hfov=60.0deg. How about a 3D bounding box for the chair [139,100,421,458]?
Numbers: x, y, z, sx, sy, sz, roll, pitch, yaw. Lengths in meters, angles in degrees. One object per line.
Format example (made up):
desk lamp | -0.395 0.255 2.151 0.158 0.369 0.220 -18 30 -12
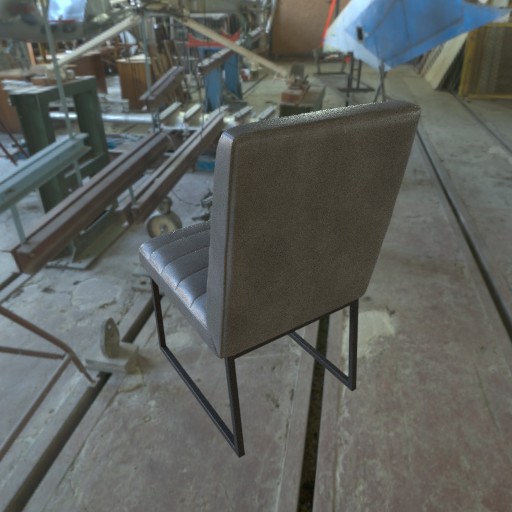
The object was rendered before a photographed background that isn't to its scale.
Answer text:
chair | 0.000 0.000 1.321 0.520 0.930 0.634 -19 35 -29
